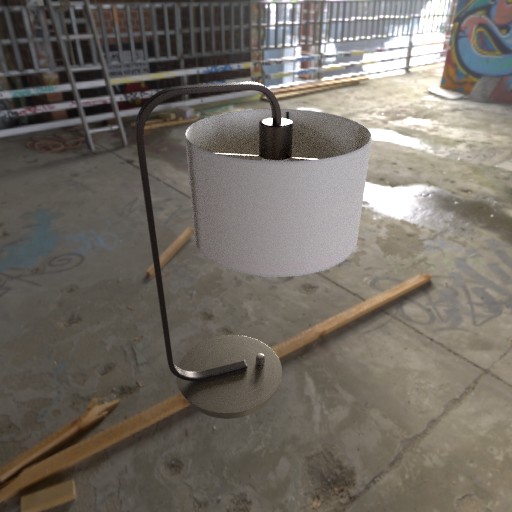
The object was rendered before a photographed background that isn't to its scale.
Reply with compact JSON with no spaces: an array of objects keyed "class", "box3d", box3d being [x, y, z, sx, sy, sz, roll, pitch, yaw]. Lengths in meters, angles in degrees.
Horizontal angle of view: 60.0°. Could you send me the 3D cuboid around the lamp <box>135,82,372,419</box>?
[{"class":"lamp","box3d":[0.000,0.000,0.639,0.288,0.473,0.230,-10,33,-17]}]
